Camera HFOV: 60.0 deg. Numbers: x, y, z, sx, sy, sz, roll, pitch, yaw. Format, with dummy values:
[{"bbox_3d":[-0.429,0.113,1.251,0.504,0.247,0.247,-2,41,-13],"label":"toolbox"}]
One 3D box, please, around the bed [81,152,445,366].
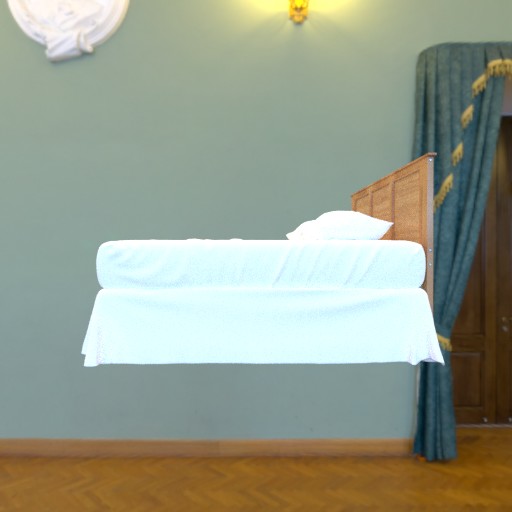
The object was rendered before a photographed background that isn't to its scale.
[{"bbox_3d":[0.000,0.000,3.644,2.215,1.270,2.317,0,0,-1],"label":"bed"}]
